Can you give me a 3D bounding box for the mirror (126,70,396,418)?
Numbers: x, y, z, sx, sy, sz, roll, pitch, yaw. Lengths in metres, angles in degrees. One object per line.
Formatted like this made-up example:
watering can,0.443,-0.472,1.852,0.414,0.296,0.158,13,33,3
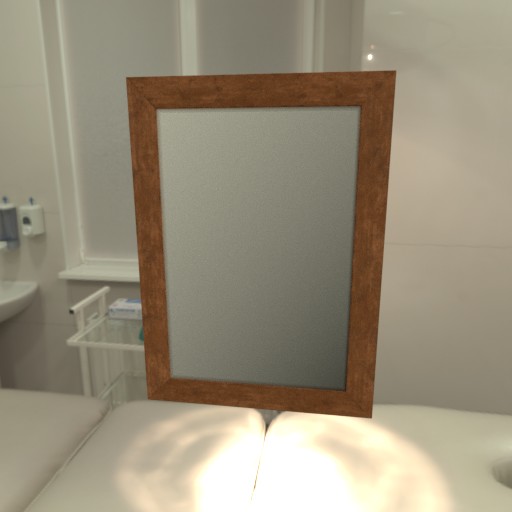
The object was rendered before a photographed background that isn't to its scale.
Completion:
mirror,0.000,0.000,1.434,0.796,1.099,0.028,2,14,8
